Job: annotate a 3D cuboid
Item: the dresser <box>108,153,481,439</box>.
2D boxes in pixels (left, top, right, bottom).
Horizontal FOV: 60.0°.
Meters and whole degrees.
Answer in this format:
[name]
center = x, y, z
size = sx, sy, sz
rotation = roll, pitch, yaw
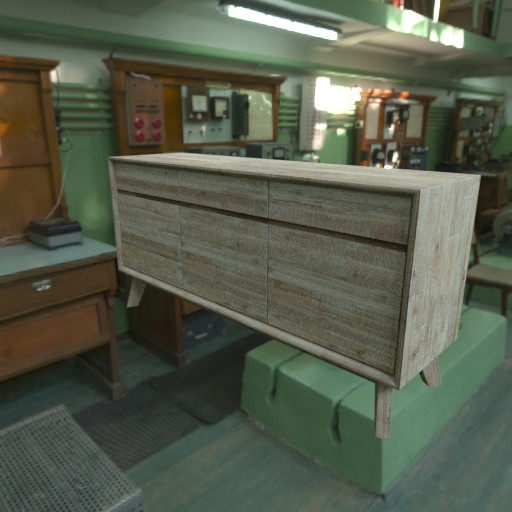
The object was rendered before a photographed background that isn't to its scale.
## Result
[dresser]
center = 0.000, 0.000, 1.936
size = 1.602, 0.788, 0.455
rotation = 15, 23, 41
